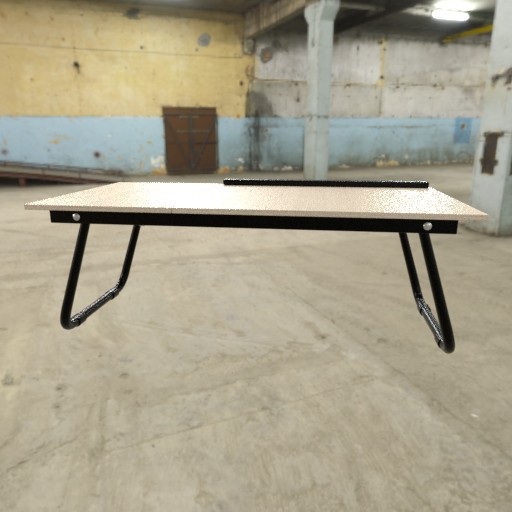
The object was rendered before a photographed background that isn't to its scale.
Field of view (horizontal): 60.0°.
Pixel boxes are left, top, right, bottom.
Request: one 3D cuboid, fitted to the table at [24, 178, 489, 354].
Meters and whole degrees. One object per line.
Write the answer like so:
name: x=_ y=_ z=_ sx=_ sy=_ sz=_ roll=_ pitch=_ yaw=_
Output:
table: x=0.000 y=0.000 z=0.787 sx=0.644 sy=0.242 sz=0.322 roll=2 pitch=15 yaw=8
